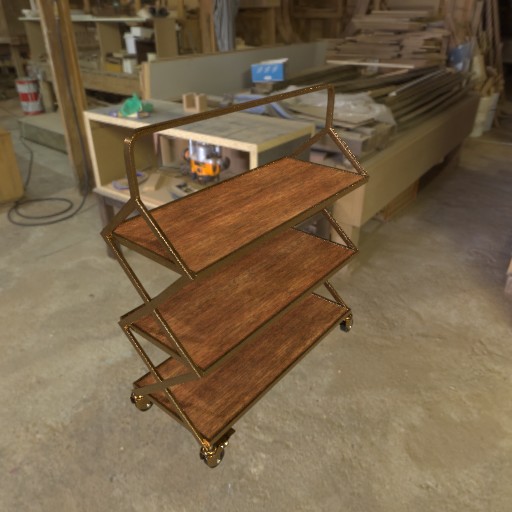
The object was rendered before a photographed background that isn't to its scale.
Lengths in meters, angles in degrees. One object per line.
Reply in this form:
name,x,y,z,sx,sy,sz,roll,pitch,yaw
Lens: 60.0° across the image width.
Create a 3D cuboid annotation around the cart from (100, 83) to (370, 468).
cart,0.000,0.000,1.197,0.313,0.805,0.723,23,37,33
